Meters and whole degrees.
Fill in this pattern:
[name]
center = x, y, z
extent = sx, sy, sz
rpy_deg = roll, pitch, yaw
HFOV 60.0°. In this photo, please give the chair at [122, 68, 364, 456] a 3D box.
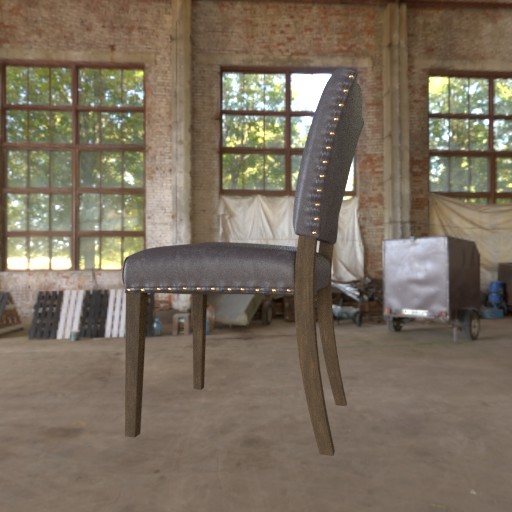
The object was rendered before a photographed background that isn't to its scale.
[chair]
center = 0.000, 0.000, 1.366
extent = 0.633, 0.991, 0.500
rpy_deg = 0, 0, 16
